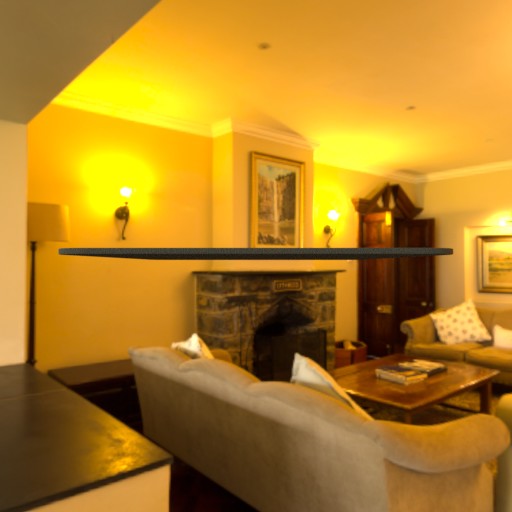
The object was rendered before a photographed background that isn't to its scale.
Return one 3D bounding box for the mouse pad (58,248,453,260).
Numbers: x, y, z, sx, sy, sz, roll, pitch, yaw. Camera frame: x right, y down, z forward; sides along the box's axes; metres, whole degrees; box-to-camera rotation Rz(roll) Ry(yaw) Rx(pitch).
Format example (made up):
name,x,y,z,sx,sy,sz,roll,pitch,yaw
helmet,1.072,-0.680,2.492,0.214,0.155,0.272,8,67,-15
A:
name,x,y,z,sx,sy,sz,roll,pitch,yaw
mouse pad,0.000,0.000,0.327,0.203,0.003,0.229,0,-1,0
